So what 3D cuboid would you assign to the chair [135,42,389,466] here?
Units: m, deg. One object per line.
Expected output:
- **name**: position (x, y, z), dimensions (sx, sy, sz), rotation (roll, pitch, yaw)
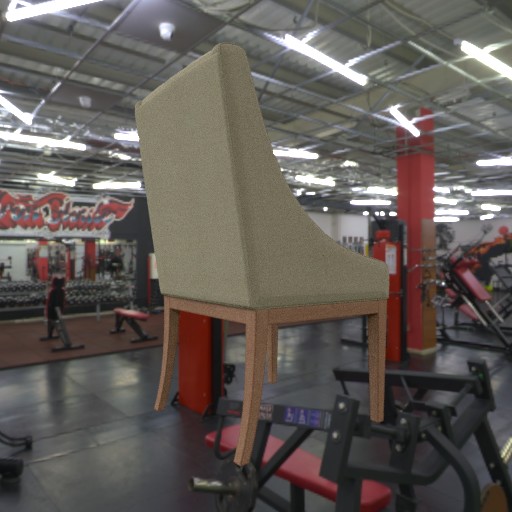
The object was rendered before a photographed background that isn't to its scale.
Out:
- **chair**: position (0.000, 0.000, 1.419), dimensions (0.611, 1.021, 0.575), rotation (0, 0, -37)
